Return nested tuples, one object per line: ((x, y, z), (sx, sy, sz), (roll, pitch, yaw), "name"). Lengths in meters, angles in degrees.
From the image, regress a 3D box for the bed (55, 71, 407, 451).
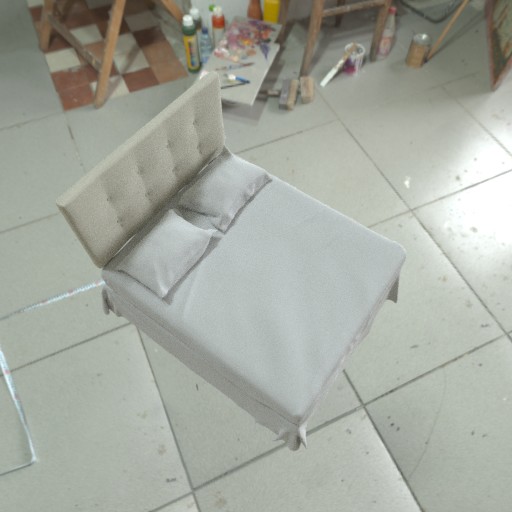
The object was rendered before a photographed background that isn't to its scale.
((0.000, 0.000, 3.551), (2.222, 1.577, 1.936), (32, 65, 17), "bed")
